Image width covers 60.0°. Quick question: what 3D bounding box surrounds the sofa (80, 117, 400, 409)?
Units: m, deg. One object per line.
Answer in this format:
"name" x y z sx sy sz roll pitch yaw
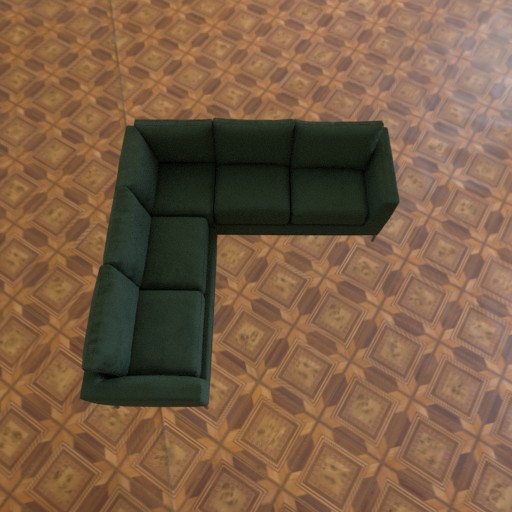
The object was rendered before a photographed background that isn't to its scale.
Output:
"sofa" 0.000 0.000 3.814 2.452 1.004 2.468 0 64 0
